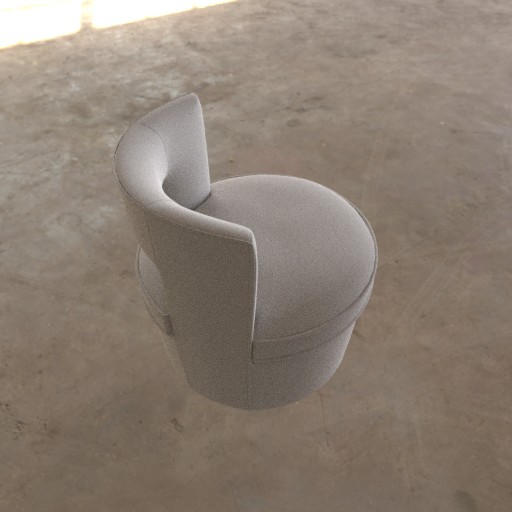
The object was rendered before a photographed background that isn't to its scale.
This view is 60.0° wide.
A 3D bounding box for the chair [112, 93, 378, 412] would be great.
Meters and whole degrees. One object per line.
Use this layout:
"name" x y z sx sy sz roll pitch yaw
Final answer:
"chair" 0.000 0.000 1.253 0.665 0.723 0.650 -11 46 -11
